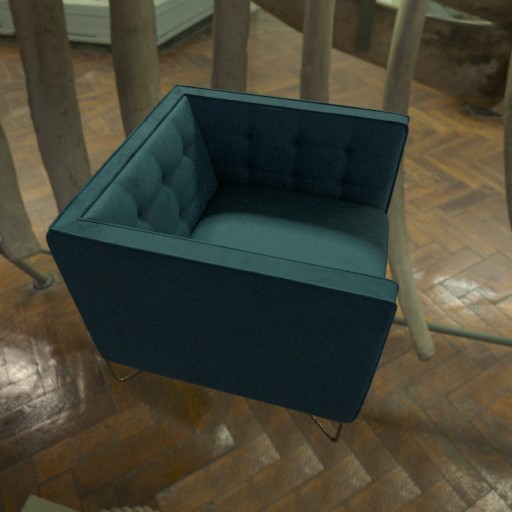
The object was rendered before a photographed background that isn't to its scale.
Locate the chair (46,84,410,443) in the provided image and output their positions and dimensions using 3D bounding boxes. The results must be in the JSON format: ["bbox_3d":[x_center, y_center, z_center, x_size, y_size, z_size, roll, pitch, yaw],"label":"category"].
[{"bbox_3d":[0.000,0.000,1.577,0.894,0.790,0.880,11,47,11],"label":"chair"}]
